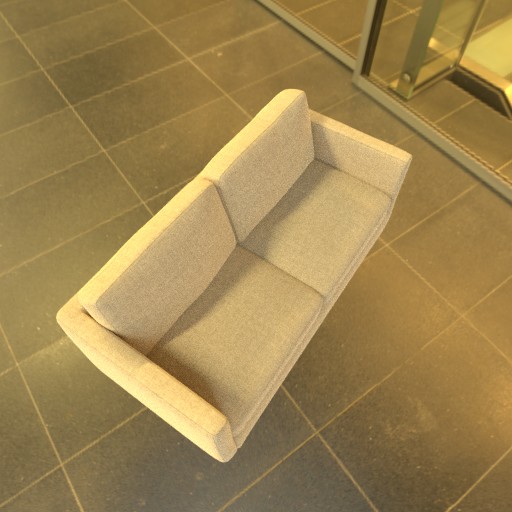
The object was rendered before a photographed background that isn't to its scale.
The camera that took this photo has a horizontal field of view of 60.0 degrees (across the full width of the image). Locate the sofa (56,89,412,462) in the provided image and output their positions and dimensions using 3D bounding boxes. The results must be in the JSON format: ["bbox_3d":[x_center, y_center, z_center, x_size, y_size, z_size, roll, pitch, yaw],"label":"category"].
[{"bbox_3d":[0.000,0.000,2.477,0.950,0.963,1.884,30,62,18],"label":"sofa"}]
